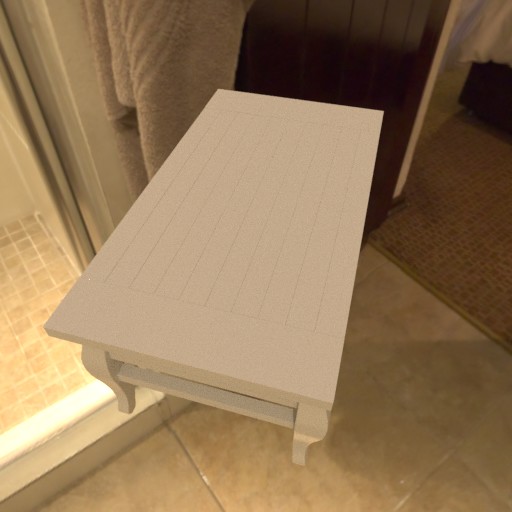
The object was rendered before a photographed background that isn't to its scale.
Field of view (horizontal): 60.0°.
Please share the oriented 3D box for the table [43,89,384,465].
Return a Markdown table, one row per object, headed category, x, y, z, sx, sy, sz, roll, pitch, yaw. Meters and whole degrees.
| category | x | y | z | sx | sy | sz | roll | pitch | yaw |
| --- | --- | --- | --- | --- | --- | --- | --- | --- | --- |
| table | 0.000 | 0.000 | 1.361 | 0.600 | 0.495 | 1.062 | 12 | 48 | 11 |
